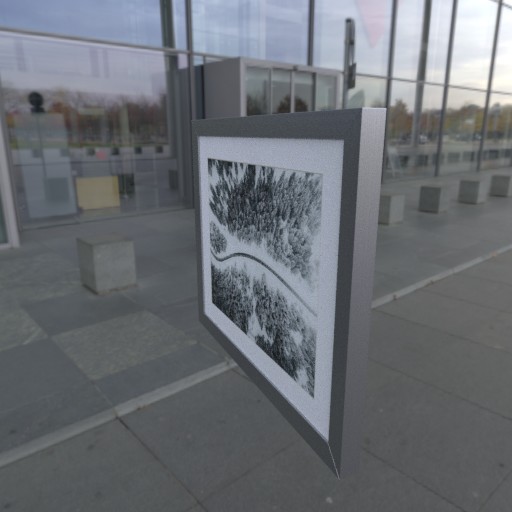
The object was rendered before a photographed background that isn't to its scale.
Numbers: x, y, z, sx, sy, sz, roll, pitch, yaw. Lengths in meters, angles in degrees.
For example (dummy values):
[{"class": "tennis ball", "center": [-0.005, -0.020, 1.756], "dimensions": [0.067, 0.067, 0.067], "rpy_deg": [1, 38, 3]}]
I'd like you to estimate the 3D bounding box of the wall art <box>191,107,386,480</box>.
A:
[{"class": "wall art", "center": [0.000, 0.000, 0.758], "dimensions": [0.032, 0.456, 0.557], "rpy_deg": [-7, 17, -25]}]
